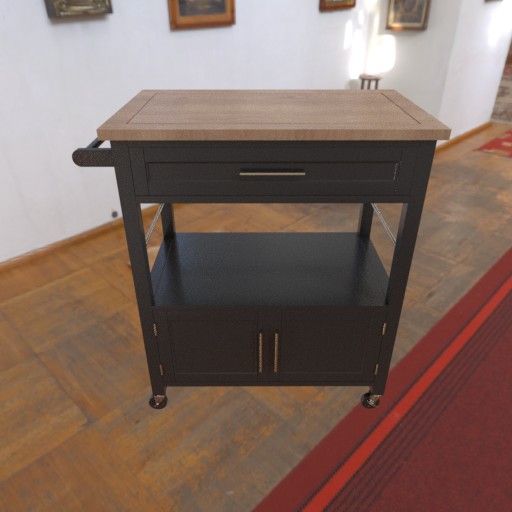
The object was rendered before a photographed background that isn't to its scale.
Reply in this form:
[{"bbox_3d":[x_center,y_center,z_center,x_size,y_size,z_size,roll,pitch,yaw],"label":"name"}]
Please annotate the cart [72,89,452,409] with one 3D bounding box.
[{"bbox_3d":[0.000,0.000,1.375,0.840,0.901,0.459,0,31,0],"label":"cart"}]
